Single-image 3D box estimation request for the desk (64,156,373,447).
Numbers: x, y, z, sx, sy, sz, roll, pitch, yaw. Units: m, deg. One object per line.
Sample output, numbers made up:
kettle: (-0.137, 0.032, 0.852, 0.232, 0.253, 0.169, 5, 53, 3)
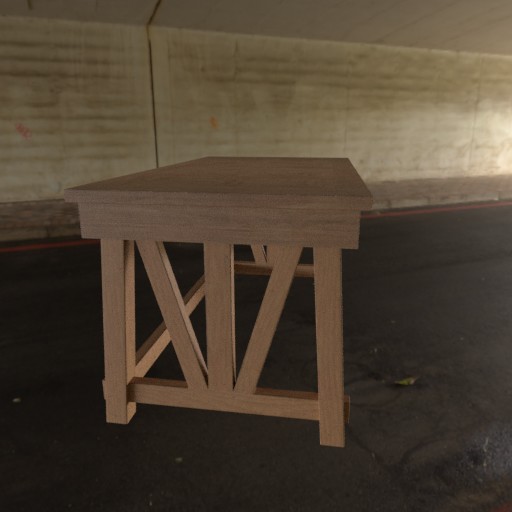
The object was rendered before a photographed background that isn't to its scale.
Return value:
desk: (0.000, 0.000, 1.950, 0.813, 0.762, 1.499, 3, 16, 9)
